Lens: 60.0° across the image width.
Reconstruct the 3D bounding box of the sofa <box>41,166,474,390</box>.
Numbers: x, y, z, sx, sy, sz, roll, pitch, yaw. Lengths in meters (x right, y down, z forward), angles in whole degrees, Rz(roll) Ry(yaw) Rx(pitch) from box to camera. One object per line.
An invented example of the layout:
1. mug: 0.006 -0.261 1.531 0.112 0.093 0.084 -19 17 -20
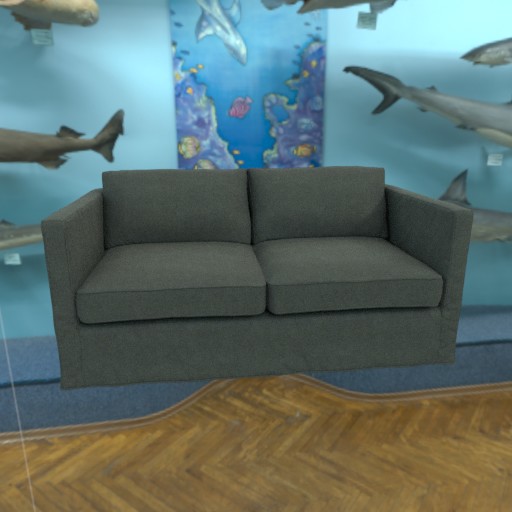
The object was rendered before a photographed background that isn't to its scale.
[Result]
1. sofa: 0.000 0.000 2.292 1.802 0.854 0.974 -2 16 -7
